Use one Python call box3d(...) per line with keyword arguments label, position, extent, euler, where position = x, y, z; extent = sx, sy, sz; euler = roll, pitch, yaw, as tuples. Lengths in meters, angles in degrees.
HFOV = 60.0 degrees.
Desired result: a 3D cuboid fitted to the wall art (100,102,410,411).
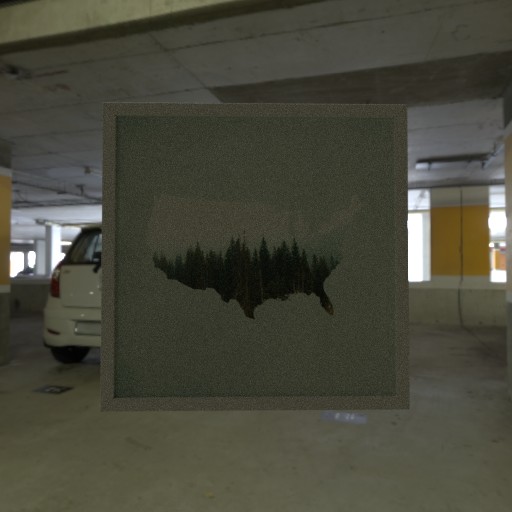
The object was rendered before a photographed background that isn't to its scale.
box3d(label="wall art", position=(0.000, 0.000, 1.119), extent=(0.762, 0.762, 0.038), euler=(0, -1, -1))
